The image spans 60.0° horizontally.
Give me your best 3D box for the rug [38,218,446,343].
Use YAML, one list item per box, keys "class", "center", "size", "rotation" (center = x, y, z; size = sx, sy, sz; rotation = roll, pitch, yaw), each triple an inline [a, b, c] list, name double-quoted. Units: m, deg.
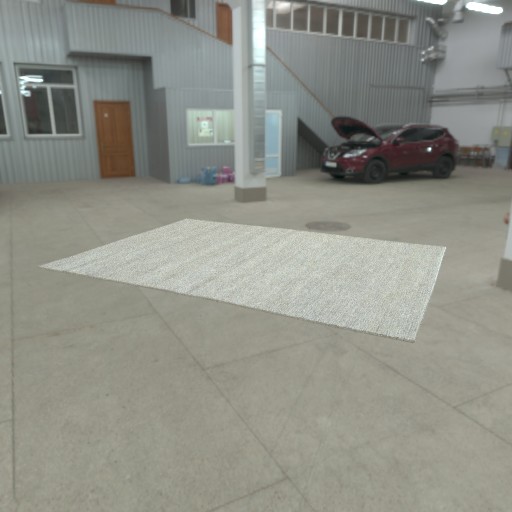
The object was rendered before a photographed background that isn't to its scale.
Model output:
- class: "rug"
  center: [0.000, 0.000, 2.979]
  size: [2.264, 0.030, 1.624]
  rotation: [8, 18, 25]
